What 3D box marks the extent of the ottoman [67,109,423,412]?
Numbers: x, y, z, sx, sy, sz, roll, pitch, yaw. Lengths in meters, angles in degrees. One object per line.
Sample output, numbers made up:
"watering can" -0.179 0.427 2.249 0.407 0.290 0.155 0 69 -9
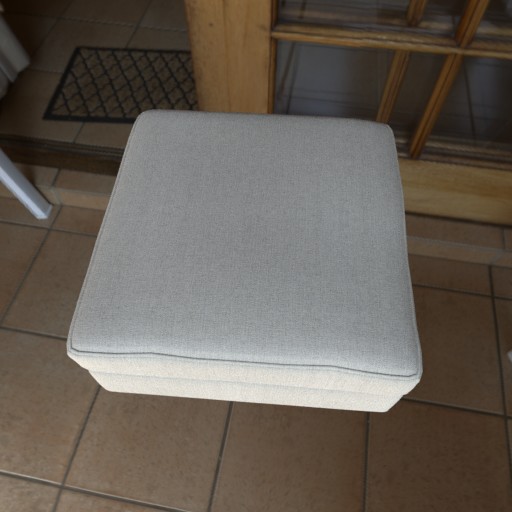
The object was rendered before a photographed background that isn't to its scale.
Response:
"ottoman" 0.000 0.000 1.368 0.838 0.503 0.838 4 58 2
